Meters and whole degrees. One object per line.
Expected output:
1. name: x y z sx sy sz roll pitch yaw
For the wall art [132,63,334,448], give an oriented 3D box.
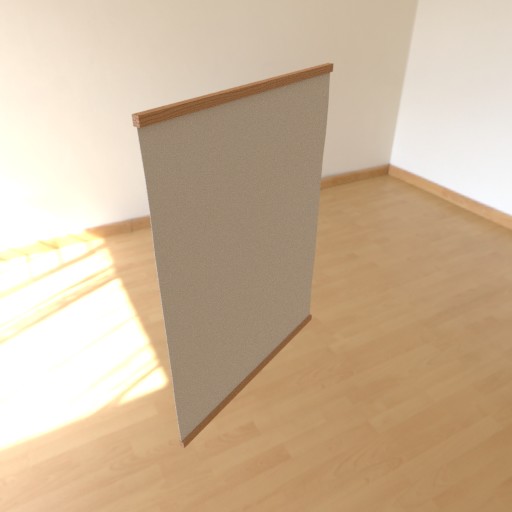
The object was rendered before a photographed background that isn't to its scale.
1. wall art: 0.000 0.000 0.818 0.011 0.605 0.458 22 38 31
